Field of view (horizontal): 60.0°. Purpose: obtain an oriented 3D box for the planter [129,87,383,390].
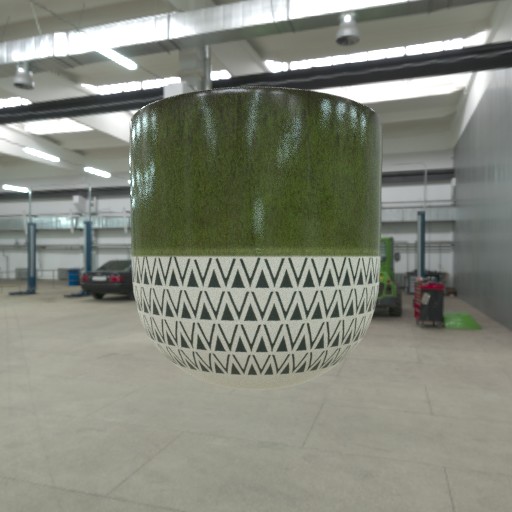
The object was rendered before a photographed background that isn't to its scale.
[{"bbox_3d":[0.000,0.000,0.484,0.266,0.270,0.266,0,0,0],"label":"planter"}]
